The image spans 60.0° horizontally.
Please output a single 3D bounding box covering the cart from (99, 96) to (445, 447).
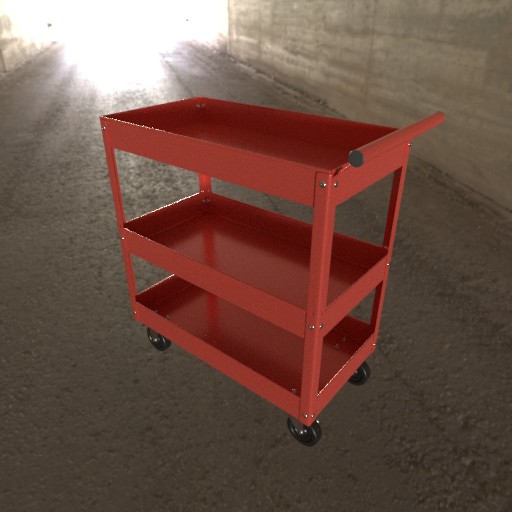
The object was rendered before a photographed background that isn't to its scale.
[{"bbox_3d":[0.000,0.000,1.183,0.719,0.780,0.366,22,36,33],"label":"cart"}]
